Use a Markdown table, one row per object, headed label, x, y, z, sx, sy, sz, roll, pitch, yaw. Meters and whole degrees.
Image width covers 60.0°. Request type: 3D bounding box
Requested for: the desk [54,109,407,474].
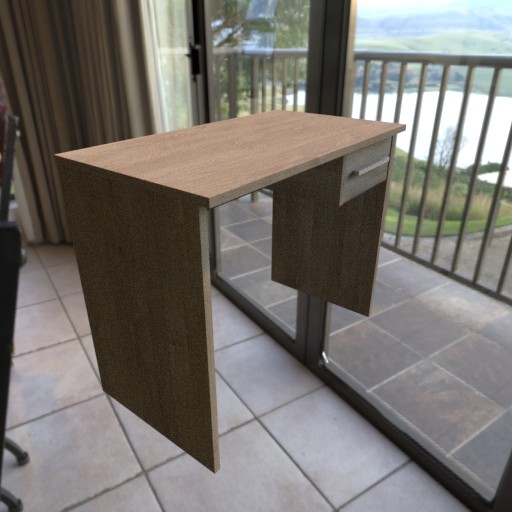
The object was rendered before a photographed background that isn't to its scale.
| label | x | y | z | sx | sy | sz | roll | pitch | yaw |
| --- | --- | --- | --- | --- | --- | --- | --- | --- | --- |
| desk | 0.000 | 0.000 | 1.371 | 0.498 | 0.724 | 0.893 | 19 | 32 | 34 |
